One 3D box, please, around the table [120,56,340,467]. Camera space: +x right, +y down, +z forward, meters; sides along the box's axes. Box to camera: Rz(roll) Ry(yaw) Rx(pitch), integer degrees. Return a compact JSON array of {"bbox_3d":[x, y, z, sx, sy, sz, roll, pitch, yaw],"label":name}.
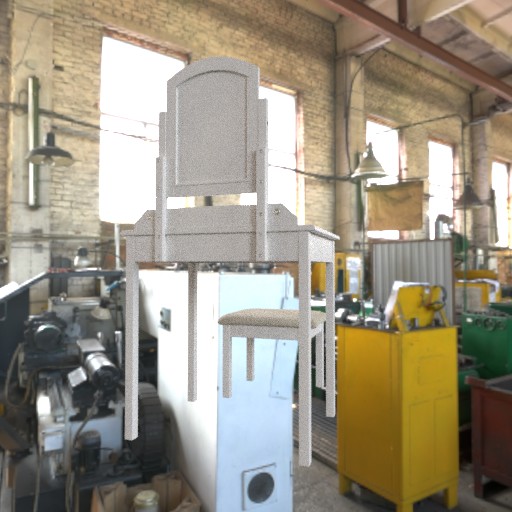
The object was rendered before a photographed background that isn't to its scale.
[{"bbox_3d":[0.000,0.000,2.375,0.876,1.631,1.211,0,-1,19],"label":"table"}]
